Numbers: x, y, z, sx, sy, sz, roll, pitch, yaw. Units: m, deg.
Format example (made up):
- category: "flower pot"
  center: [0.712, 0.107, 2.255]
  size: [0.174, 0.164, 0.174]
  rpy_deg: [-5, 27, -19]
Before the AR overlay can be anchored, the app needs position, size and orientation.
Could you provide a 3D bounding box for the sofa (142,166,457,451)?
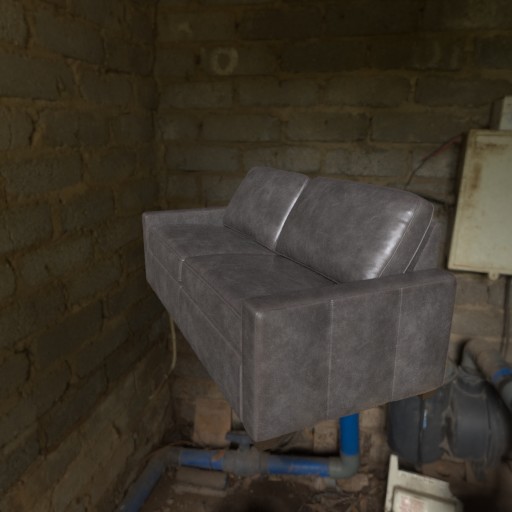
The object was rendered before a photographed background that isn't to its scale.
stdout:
- category: "sofa"
  center: [0.000, 0.000, 2.583]
  size: [0.939, 0.916, 2.081]
  rpy_deg: [-7, 17, -23]
